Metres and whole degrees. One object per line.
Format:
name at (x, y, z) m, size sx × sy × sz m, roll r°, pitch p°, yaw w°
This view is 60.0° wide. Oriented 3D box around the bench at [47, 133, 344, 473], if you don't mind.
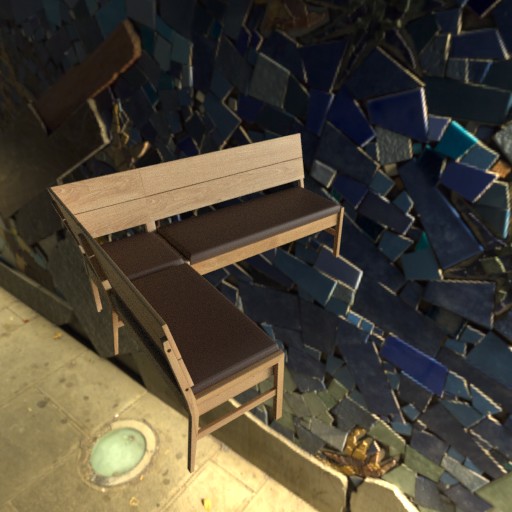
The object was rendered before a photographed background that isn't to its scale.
bench at (0.000, 0.000, 2.801) m, size 1.975 × 0.890 × 1.549 m, roll -21°, pitch 37°, yaw -31°
